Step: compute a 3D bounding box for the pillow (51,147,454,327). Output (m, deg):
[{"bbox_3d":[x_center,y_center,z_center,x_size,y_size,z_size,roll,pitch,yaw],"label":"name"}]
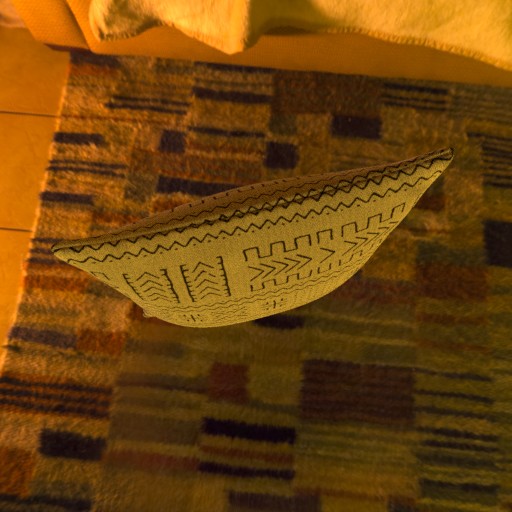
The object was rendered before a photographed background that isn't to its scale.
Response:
[{"bbox_3d":[0.000,0.000,0.656,0.438,0.430,0.164,-14,75,-4],"label":"pillow"}]
